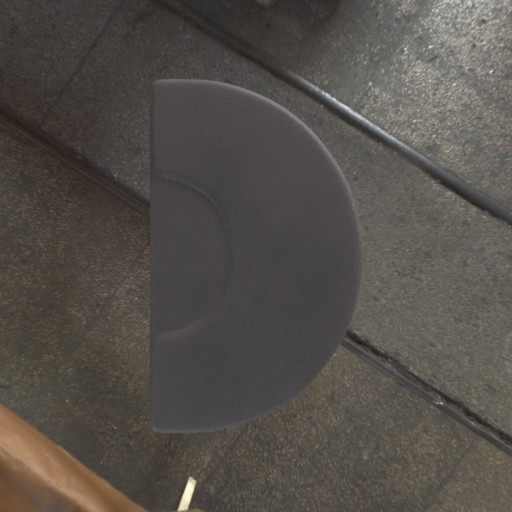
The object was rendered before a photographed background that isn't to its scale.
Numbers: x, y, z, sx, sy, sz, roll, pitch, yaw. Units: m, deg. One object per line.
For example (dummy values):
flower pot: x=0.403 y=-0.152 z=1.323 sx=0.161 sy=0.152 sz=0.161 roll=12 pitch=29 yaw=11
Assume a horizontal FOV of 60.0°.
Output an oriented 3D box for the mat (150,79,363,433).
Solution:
mat: x=0.000 y=0.000 z=1.899 sx=0.917 sy=0.022 sz=1.525 roll=0 pitch=90 yaw=1
